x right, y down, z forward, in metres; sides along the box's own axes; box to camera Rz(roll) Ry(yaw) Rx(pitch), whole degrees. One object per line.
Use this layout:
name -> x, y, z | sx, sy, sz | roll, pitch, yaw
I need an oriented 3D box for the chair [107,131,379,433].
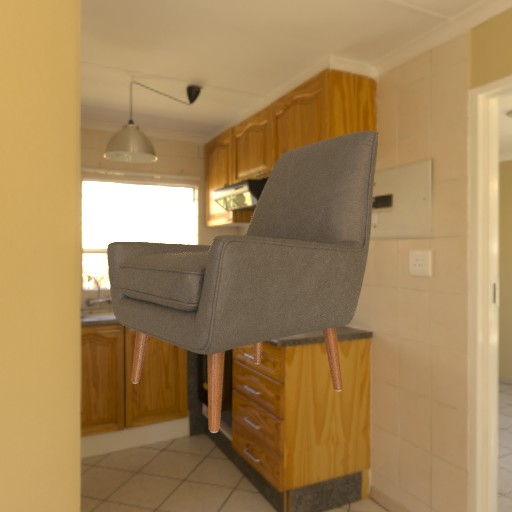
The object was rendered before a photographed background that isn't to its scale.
chair -> 0.000, 0.000, 1.532 | 0.822, 0.888, 0.787 | 0, 1, -37
